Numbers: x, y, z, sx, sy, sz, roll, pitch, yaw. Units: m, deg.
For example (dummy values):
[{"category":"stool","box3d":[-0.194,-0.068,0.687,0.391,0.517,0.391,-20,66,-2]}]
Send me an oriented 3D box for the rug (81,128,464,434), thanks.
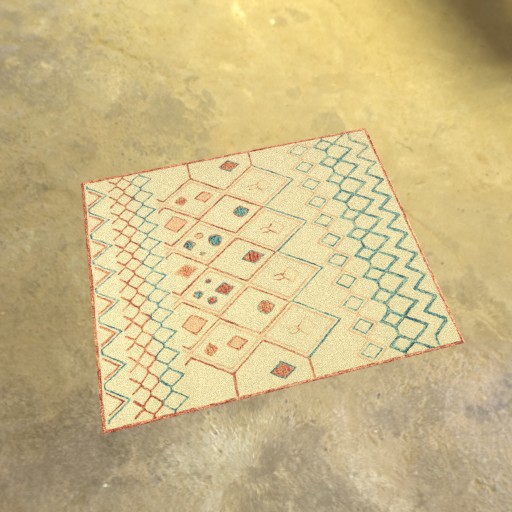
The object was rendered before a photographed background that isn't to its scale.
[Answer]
[{"category":"rug","box3d":[0.000,0.000,4.127,3.050,0.016,2.441,-12,64,-6]}]
